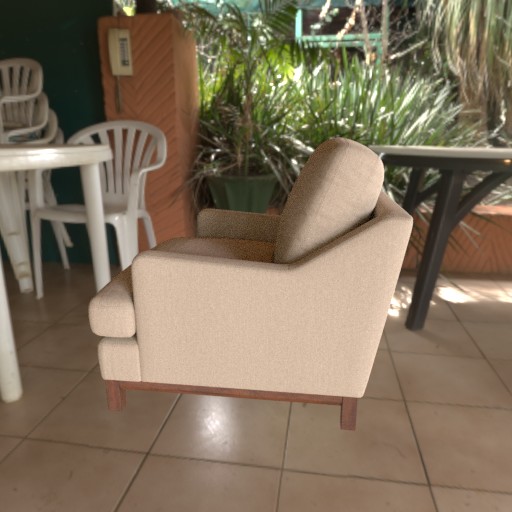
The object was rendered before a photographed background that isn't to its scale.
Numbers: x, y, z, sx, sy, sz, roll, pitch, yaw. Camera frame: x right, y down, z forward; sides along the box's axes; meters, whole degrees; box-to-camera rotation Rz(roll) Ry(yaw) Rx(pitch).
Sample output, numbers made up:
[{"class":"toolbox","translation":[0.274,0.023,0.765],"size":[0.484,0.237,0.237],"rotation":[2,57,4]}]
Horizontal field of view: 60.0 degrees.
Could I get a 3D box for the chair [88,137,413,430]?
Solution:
[{"class":"chair","translation":[0.000,0.000,1.769],"size":[1.001,0.916,0.912],"rotation":[2,16,7]}]
